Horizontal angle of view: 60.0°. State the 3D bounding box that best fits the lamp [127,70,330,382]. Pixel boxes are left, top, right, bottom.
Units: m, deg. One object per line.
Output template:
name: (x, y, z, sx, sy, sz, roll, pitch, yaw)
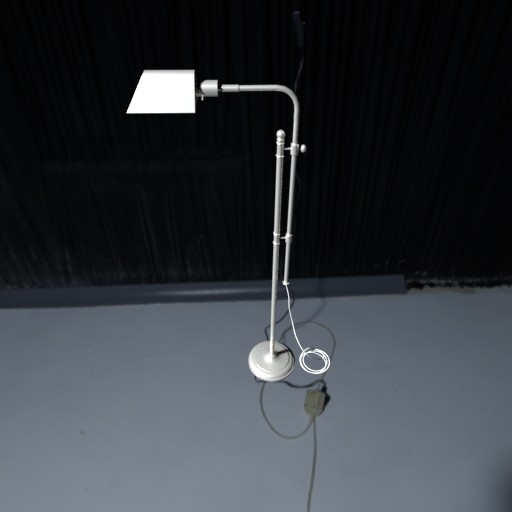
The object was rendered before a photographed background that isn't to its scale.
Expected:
lamp: (0.000, 0.000, 1.915, 0.813, 1.571, 0.256, 0, 42, 0)
